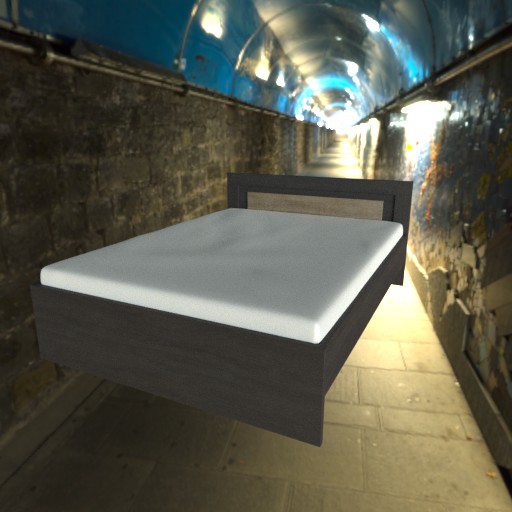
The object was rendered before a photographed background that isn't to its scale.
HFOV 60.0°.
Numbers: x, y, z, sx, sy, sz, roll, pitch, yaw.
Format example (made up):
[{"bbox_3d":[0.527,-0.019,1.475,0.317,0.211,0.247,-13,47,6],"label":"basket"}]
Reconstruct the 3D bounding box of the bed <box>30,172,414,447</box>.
[{"bbox_3d":[0.000,0.000,2.850,1.585,0.823,2.073,8,18,25],"label":"bed"}]
